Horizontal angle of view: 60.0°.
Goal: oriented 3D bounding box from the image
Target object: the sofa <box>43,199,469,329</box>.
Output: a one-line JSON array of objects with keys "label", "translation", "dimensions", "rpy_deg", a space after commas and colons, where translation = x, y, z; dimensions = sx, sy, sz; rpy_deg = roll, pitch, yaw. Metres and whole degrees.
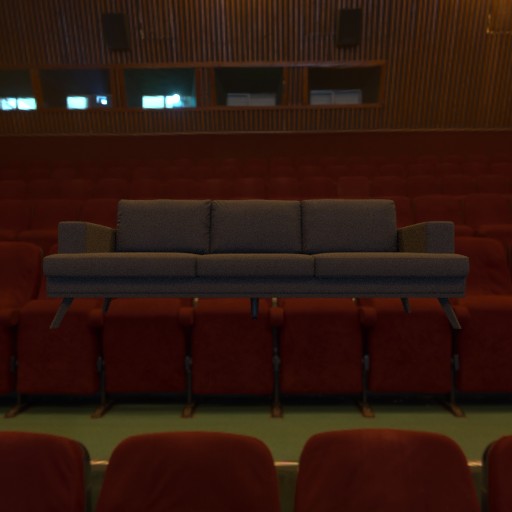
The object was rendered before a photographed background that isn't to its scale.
[{"label": "sofa", "translation": [0.000, 0.000, 2.836], "dimensions": [2.310, 0.810, 0.920], "rpy_deg": [0, -1, 0]}]
